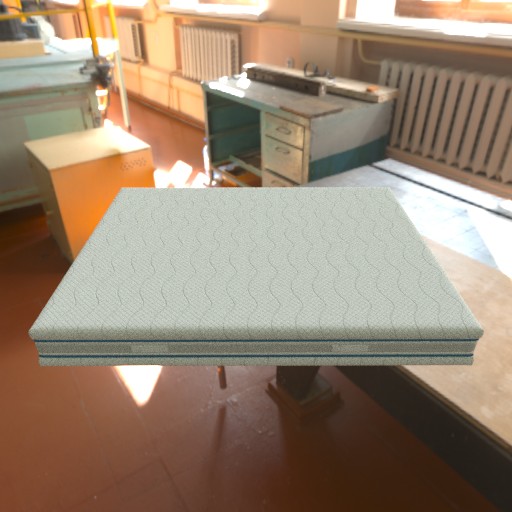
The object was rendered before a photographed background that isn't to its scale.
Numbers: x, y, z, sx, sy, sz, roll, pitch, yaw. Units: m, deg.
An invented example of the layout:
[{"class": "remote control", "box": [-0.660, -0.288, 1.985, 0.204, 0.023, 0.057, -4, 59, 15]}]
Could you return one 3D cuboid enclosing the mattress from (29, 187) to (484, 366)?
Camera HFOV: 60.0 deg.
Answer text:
[{"class": "mattress", "box": [0.000, 0.000, 2.669, 2.000, 0.230, 1.600, 0, 32, 0]}]
